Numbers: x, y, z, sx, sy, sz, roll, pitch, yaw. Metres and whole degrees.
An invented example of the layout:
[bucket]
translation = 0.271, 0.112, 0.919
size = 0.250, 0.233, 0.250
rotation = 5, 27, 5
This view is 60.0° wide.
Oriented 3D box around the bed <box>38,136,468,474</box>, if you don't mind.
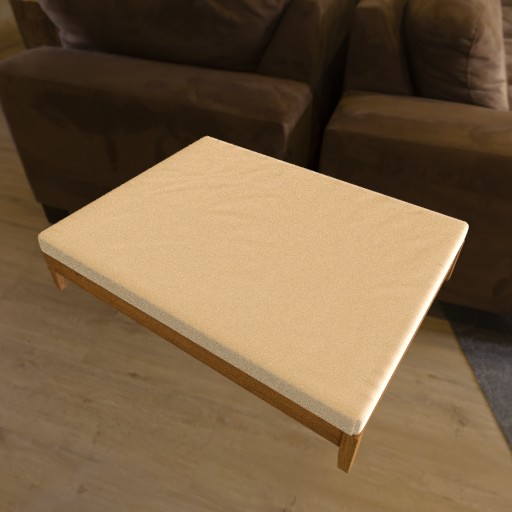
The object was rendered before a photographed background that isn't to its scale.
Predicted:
[bed]
translation = 0.000, 0.000, 2.691
size = 2.016, 0.431, 1.536
rotation = 24, 47, 25
